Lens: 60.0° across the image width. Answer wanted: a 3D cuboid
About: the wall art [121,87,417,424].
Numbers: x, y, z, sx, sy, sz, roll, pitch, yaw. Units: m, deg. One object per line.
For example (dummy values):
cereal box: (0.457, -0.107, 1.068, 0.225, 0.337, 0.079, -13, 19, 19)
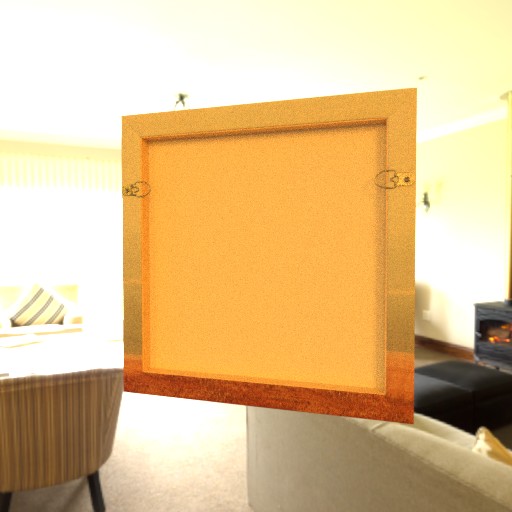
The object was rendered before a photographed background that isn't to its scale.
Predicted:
wall art: (0.000, 0.000, 0.893, 0.605, 0.605, 0.034, 0, 2, 17)
